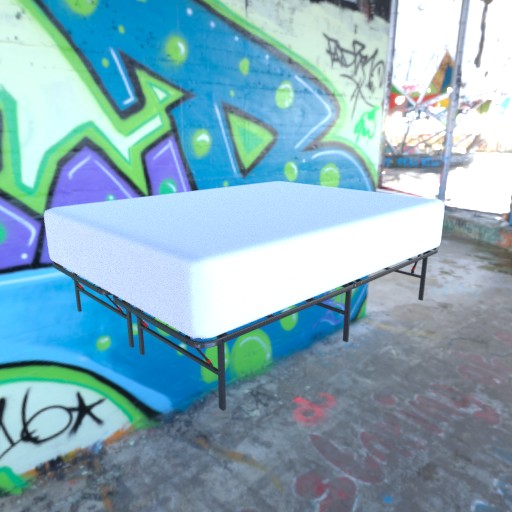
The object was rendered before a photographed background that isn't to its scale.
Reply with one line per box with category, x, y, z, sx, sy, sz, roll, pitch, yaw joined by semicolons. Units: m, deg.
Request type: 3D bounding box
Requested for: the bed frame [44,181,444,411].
bed frame;0.000;0.000;2.833;2.037;0.677;1.528;-15;22;-42
